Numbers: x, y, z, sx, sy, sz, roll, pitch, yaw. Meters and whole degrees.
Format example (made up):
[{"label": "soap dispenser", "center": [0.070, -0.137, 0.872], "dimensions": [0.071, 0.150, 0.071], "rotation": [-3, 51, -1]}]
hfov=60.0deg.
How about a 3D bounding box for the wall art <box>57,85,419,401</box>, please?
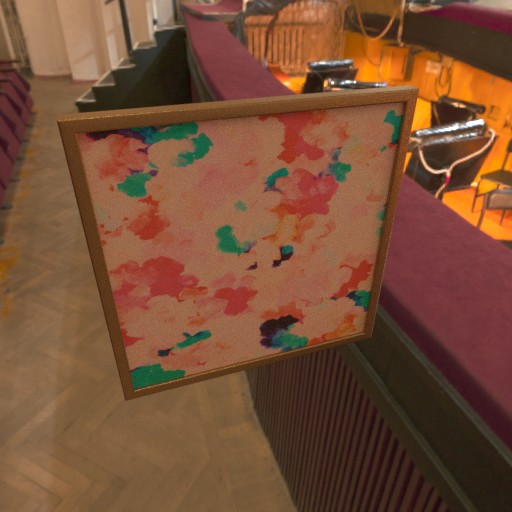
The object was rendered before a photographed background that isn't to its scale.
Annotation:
[{"label": "wall art", "center": [0.000, 0.000, 1.121], "dimensions": [0.767, 0.765, 0.036], "rotation": [-10, 35, -16]}]
